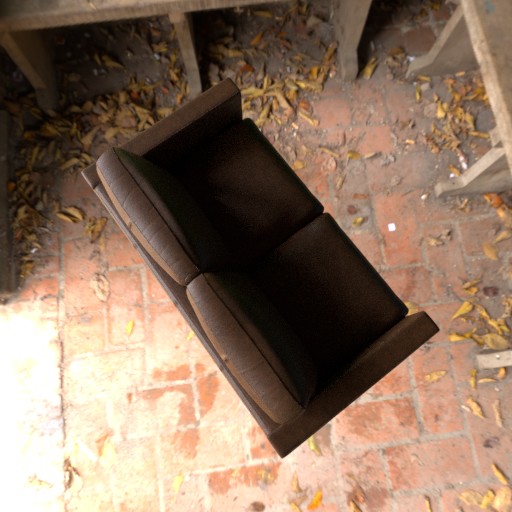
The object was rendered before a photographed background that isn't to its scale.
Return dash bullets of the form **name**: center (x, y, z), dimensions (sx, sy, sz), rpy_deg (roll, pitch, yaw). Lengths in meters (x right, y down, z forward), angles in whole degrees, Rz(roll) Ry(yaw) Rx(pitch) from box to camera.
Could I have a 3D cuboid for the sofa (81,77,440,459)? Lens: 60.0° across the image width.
- **sofa**: center (0.000, 0.000, 2.214), dimensions (0.909, 0.951, 1.578), rpy_deg (-36, 79, -8)
